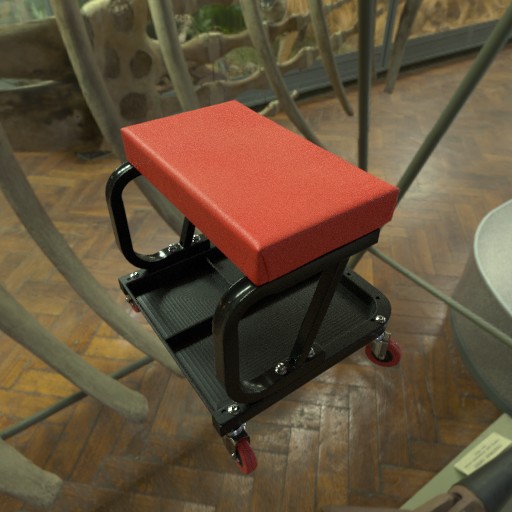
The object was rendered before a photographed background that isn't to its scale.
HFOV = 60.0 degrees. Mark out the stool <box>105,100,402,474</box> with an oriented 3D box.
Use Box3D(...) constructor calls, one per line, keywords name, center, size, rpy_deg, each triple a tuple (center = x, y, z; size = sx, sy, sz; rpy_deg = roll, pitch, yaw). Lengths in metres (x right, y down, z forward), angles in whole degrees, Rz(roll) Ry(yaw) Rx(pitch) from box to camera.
Box3D(name="stool", center=(0.000, 0.000, 0.731), size=(0.371, 0.380, 0.446), rpy_deg=(-24, 45, -26))
